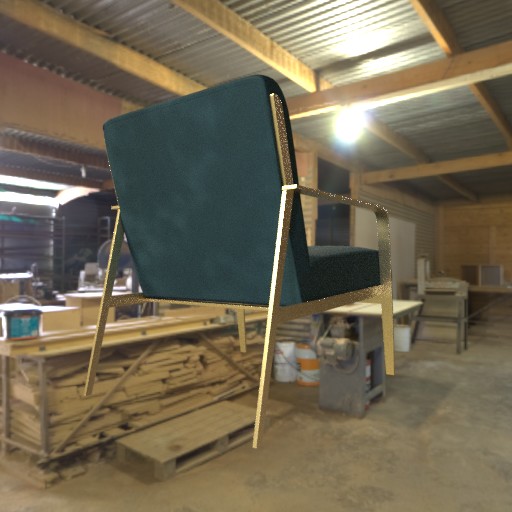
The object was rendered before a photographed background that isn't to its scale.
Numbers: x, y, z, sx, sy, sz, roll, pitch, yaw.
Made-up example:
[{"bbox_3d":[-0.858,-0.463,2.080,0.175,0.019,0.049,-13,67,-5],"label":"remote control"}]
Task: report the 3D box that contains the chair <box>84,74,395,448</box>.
[{"bbox_3d":[0.000,0.000,1.472,0.692,0.831,0.859,0,-1,36],"label":"chair"}]
